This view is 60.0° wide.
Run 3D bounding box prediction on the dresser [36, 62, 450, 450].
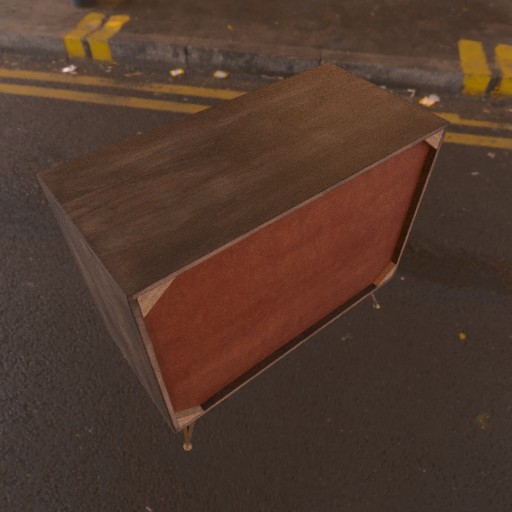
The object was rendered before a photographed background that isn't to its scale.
[{"bbox_3d":[0.000,0.000,1.374,0.923,0.801,0.453,-30,54,-25],"label":"dresser"}]
